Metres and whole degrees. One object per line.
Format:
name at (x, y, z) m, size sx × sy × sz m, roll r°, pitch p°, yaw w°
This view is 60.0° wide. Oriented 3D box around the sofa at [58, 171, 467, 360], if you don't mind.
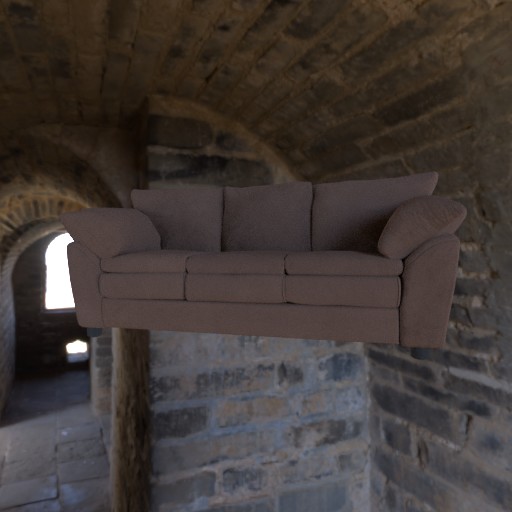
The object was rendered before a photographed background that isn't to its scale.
sofa at (0.000, 0.000, 2.789) m, size 2.336 × 1.015 × 0.878 m, roll 0°, pitch 0°, yaw 19°
